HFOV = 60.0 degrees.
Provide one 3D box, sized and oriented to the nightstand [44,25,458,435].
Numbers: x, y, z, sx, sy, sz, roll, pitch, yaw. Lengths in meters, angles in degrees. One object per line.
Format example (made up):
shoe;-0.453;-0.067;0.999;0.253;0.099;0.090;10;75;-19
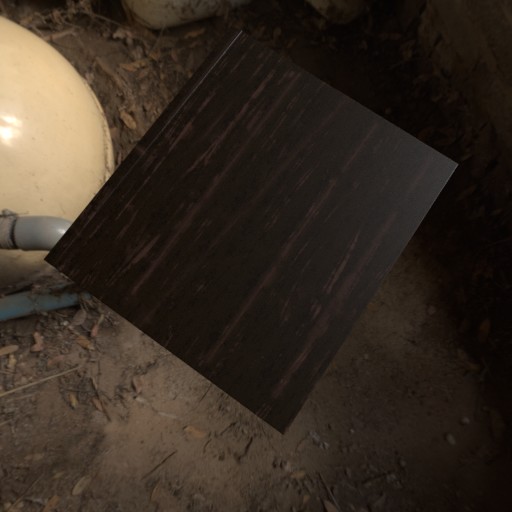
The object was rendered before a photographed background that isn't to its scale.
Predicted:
nightstand;0.000;0.000;0.828;0.356;0.559;0.400;34;80;7
